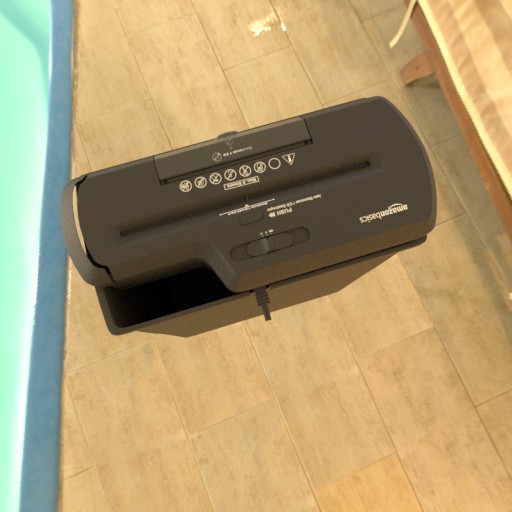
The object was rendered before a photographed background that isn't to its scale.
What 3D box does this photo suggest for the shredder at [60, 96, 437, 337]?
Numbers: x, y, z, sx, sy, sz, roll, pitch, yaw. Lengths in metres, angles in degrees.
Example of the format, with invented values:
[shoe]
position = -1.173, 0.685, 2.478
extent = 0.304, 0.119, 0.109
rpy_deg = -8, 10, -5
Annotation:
[shredder]
position = 0.000, 0.000, 0.521
extent = 0.320, 0.335, 0.170
rpy_deg = -16, 77, -4
